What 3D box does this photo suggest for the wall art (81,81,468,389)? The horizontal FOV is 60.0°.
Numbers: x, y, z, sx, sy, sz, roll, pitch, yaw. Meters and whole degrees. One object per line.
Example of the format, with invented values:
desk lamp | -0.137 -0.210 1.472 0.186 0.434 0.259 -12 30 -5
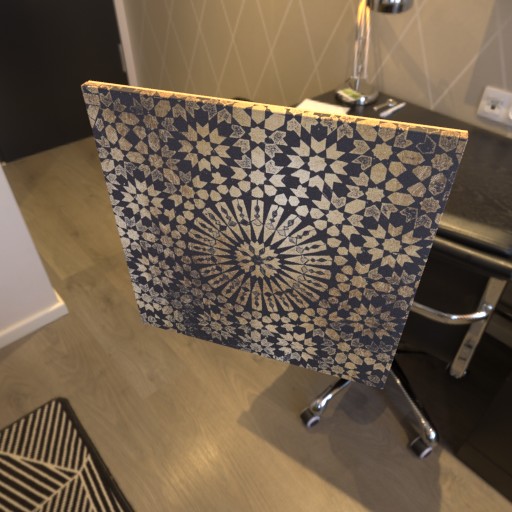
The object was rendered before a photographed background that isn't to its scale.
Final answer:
wall art | 0.000 0.000 1.313 0.914 0.914 0.038 12 43 14
